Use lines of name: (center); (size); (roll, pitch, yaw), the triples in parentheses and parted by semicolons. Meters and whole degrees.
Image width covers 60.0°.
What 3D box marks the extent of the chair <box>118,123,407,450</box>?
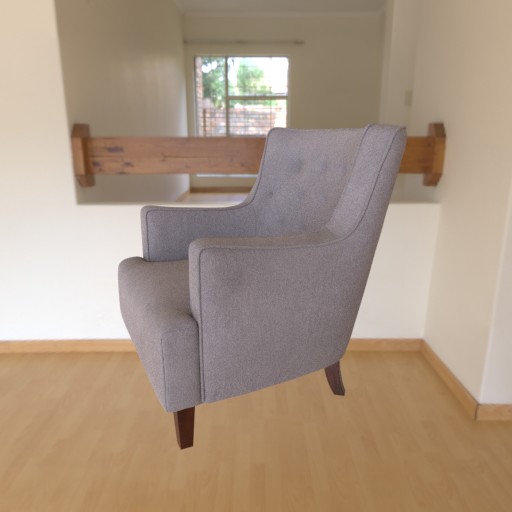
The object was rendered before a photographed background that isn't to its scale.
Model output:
chair: (0.000, 0.000, 1.616); (0.910, 0.919, 0.781); (-7, 17, -24)
